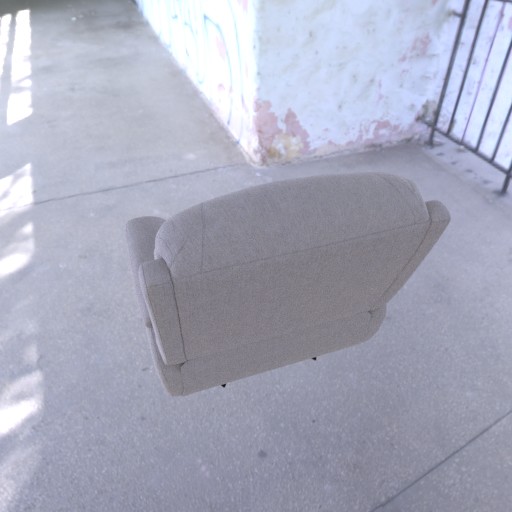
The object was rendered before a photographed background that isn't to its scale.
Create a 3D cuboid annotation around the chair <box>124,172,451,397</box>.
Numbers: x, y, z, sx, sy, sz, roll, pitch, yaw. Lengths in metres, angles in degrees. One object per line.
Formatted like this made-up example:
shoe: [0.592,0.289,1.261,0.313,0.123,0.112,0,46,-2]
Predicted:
chair: [0.000,0.000,1.707,0.930,1.011,0.899,-13,43,-14]
